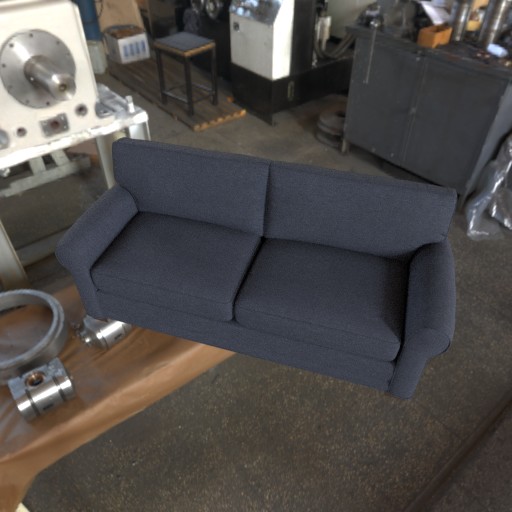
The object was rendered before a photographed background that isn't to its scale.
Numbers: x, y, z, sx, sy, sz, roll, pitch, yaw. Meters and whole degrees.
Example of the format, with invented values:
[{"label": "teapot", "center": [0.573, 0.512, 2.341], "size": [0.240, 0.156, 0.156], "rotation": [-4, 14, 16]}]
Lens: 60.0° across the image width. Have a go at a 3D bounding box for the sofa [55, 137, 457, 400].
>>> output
[{"label": "sofa", "center": [0.000, 0.000, 2.868], "size": [2.391, 1.026, 0.954], "rotation": [12, 43, 13]}]
